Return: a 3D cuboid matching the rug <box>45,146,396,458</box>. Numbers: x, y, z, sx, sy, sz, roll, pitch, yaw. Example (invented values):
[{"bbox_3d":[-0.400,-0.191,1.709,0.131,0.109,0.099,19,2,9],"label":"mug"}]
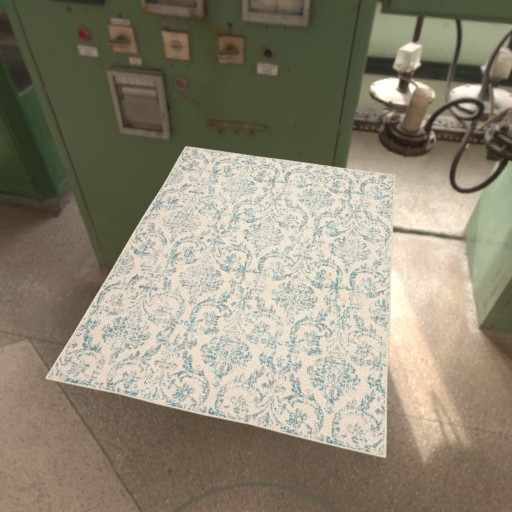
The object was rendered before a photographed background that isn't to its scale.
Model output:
[{"bbox_3d":[0.000,0.000,3.931,2.363,0.012,2.980,10,48,9],"label":"rug"}]
